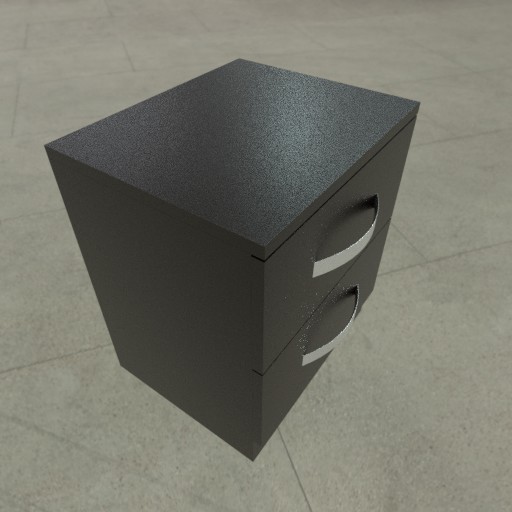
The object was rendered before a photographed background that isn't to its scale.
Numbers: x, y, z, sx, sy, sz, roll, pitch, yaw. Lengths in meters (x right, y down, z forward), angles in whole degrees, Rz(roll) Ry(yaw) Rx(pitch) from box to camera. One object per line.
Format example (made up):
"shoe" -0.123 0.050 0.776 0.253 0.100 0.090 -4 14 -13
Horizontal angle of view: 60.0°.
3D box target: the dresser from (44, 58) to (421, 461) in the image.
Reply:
"dresser" 0.000 0.000 0.748 0.360 0.470 0.400 25 48 26
